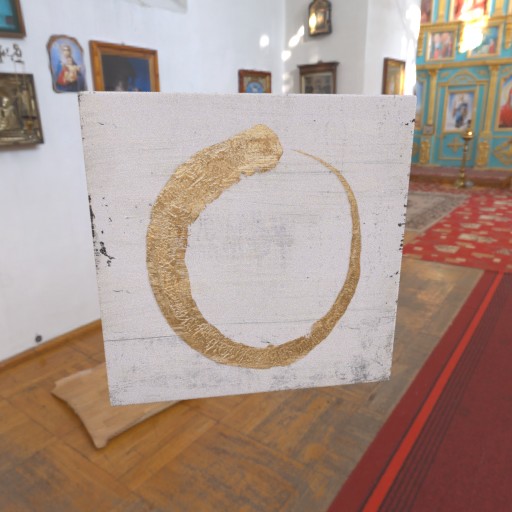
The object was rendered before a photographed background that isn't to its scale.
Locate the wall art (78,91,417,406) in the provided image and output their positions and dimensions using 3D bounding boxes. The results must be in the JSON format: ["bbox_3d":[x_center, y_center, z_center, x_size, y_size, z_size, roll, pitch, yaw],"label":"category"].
[{"bbox_3d":[0.000,0.000,1.106,0.762,0.762,0.038,-3,17,-9],"label":"wall art"}]
